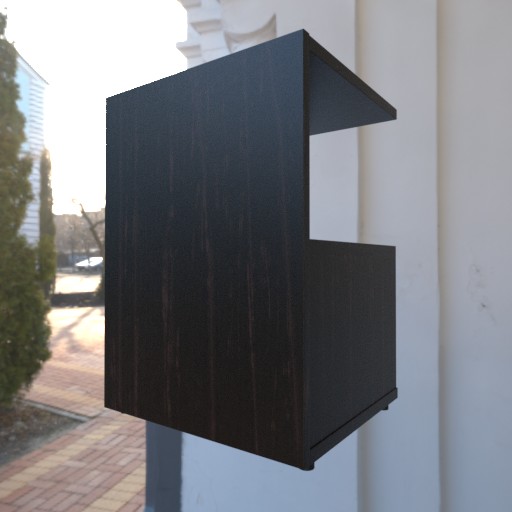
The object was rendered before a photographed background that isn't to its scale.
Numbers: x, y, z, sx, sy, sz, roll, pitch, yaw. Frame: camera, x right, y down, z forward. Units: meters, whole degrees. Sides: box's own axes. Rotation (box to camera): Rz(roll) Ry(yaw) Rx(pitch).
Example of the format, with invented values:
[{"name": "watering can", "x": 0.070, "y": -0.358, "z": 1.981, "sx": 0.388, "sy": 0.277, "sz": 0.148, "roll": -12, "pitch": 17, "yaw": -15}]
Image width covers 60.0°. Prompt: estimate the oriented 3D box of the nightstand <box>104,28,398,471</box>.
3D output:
[{"name": "nightstand", "x": 0.000, "y": 0.000, "z": 0.807, "sx": 0.400, "sy": 0.559, "sz": 0.356, "roll": 0, "pitch": -1, "yaw": 36}]
